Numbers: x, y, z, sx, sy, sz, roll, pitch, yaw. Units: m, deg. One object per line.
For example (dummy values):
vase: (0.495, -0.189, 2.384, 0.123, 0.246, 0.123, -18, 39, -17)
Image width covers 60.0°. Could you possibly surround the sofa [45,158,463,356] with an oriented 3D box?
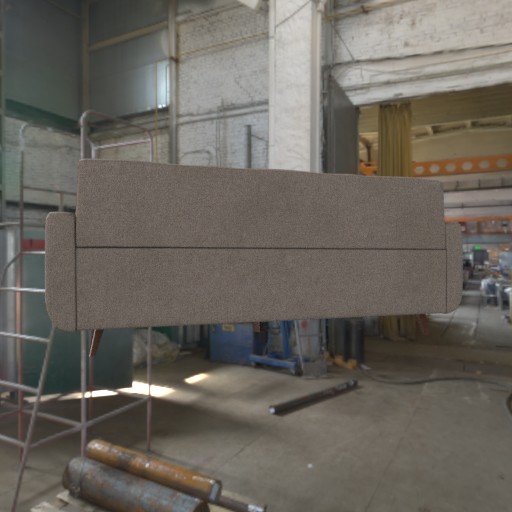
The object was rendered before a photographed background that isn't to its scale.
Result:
sofa: (0.000, 0.000, 2.476, 2.029, 0.841, 0.909, 0, 0, -17)
